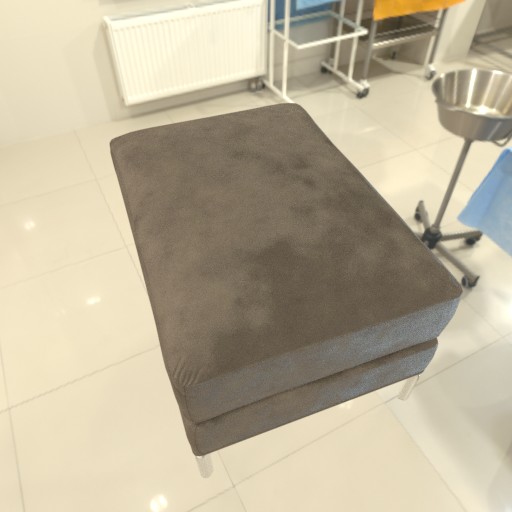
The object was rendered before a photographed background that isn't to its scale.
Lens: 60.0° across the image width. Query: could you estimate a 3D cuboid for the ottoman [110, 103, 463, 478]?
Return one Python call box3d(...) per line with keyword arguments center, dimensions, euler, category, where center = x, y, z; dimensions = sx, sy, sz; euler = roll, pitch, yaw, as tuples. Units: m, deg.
box3d(center=(0.000, 0.000, 1.037), dimensions=(0.520, 0.456, 0.719), euler=(-15, 49, -14), category="ottoman")
